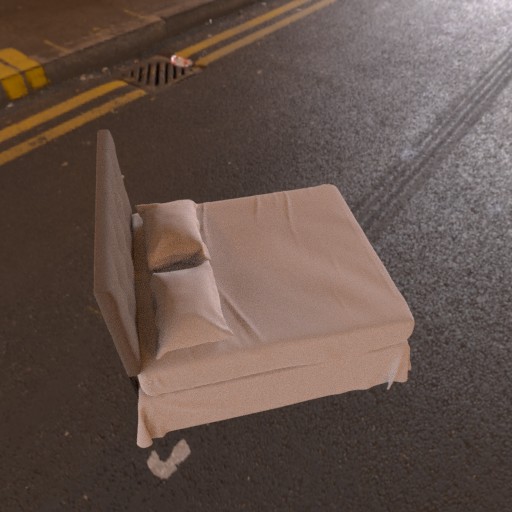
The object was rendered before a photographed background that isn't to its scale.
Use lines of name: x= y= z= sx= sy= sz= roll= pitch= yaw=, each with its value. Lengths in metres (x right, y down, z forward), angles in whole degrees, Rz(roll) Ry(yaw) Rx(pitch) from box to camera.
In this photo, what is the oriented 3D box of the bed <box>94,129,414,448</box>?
bed: x=0.000 y=0.000 z=3.480 sx=2.222 sy=1.577 sz=1.936 roll=-10 pitch=47 yaw=-9
